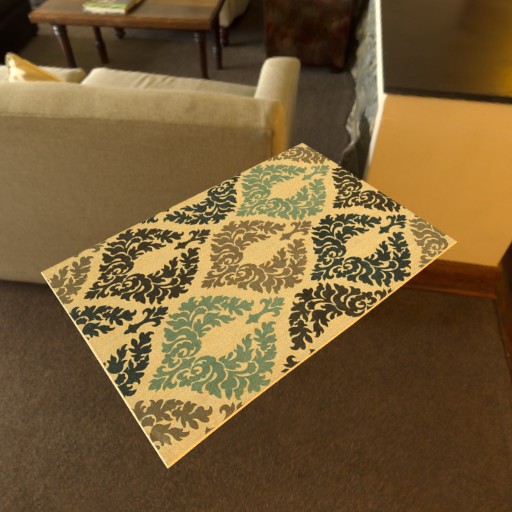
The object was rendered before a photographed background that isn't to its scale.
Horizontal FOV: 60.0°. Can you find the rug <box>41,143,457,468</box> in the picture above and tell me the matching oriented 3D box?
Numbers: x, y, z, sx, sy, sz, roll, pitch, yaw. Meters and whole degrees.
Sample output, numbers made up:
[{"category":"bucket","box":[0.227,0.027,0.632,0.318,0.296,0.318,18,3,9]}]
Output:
[{"category":"rug","box":[0.000,0.000,2.890,2.275,0.014,1.514,-31,55,-25]}]
